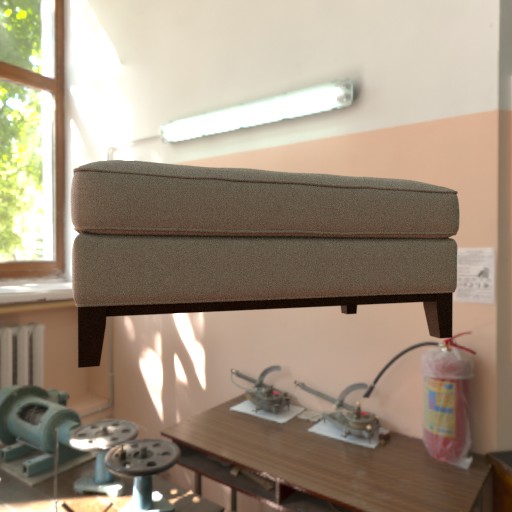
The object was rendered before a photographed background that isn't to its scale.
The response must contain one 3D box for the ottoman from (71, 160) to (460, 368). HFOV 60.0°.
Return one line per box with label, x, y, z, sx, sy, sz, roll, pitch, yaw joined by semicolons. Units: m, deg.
ottoman;0.000;0.000;1.485;1.143;0.508;0.648;0;1;-19
